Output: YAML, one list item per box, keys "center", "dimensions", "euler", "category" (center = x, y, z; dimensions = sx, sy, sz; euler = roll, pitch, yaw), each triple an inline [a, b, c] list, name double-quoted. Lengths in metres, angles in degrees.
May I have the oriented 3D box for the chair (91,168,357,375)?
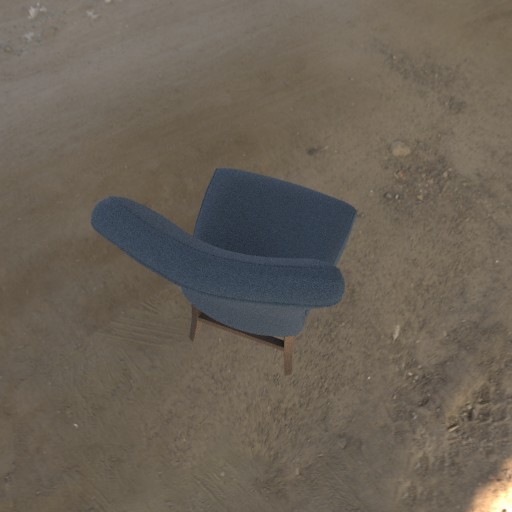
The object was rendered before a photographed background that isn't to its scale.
- center: [0.000, 0.000, 1.372]
  dimensions: [0.520, 0.991, 0.660]
  euler: [18, 64, 9]
  category: "chair"
